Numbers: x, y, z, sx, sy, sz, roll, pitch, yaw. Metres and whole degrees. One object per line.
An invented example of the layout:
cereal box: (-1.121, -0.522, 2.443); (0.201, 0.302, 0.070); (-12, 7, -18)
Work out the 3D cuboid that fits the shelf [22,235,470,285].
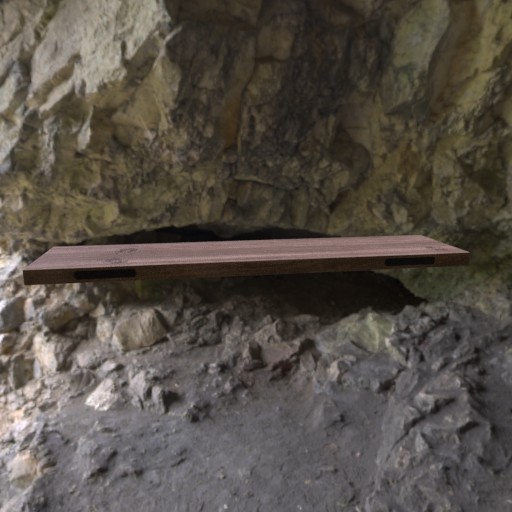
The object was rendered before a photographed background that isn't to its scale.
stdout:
shelf: (0.000, 0.000, 0.666); (0.610, 0.020, 0.140); (-2, 14, -9)
